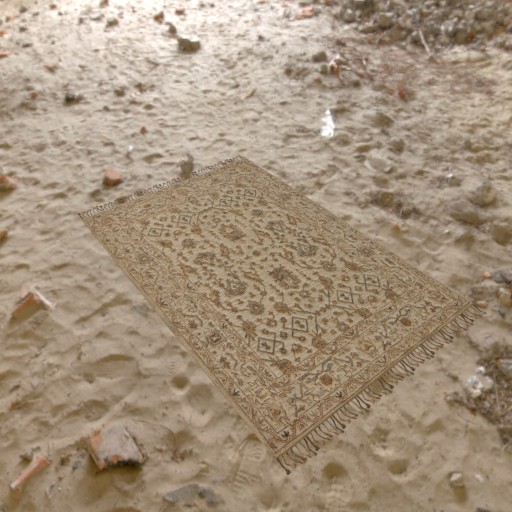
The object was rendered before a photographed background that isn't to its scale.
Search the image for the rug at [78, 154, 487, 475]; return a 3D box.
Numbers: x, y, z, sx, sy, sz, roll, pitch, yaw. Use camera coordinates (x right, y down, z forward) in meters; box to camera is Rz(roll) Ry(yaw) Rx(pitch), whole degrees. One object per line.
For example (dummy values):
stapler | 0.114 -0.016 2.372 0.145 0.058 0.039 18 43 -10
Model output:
rug | 0.000 0.000 2.947 1.529 0.027 2.434 -27 47 -28
